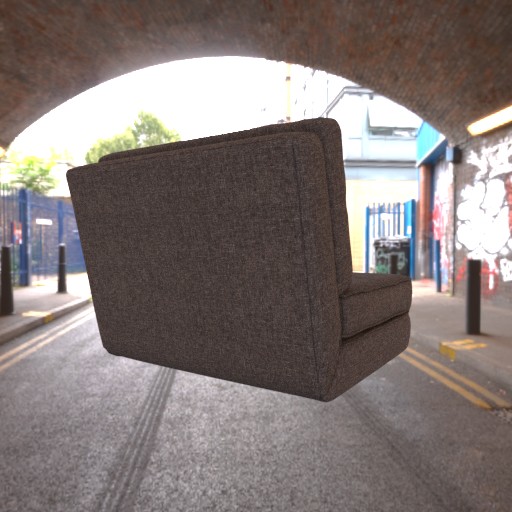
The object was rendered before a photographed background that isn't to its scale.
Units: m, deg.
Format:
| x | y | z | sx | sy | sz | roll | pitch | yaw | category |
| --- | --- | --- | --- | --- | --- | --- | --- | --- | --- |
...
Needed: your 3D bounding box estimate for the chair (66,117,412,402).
| x | y | z | sx | sy | sz | roll | pitch | yaw | category |
| --- | --- | --- | --- | --- | --- | --- | --- | --- | --- |
| 0.000 | 0.000 | 1.329 | 0.740 | 0.615 | 0.800 | 1 | 2 | 34 | chair |
